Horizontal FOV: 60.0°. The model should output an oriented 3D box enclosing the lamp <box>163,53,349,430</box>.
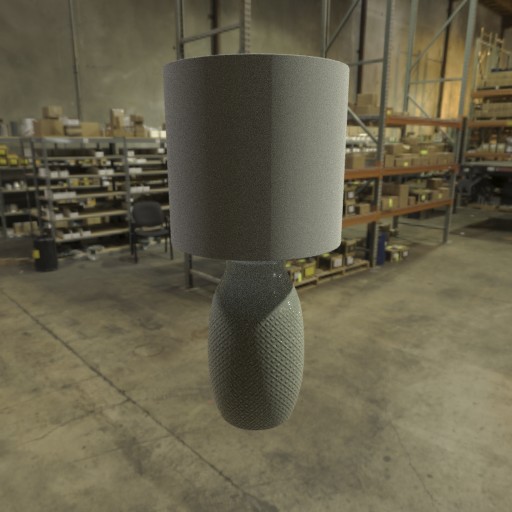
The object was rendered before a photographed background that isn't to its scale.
[{"bbox_3d":[0.000,0.000,0.582,0.217,0.453,0.217,-14,20,-42],"label":"lamp"}]
